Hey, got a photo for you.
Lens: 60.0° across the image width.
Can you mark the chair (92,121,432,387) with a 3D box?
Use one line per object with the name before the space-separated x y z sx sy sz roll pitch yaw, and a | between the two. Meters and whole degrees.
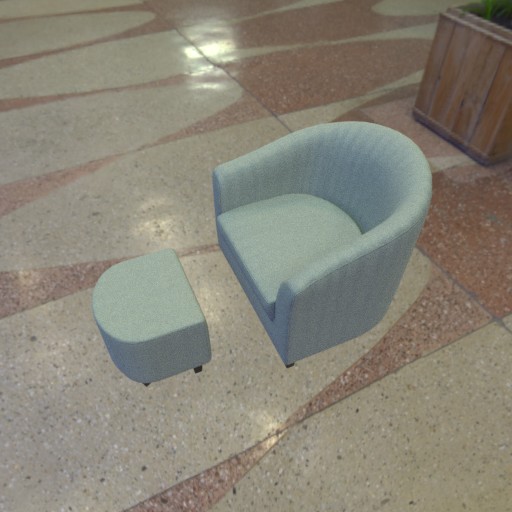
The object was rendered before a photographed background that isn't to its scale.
chair | 0.000 0.000 1.760 1.288 0.757 0.756 -17 48 -17
